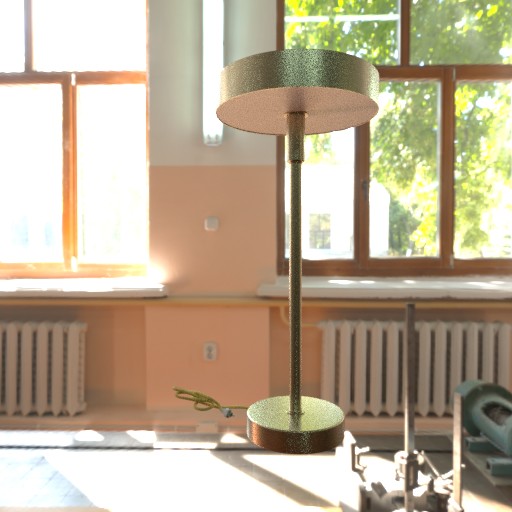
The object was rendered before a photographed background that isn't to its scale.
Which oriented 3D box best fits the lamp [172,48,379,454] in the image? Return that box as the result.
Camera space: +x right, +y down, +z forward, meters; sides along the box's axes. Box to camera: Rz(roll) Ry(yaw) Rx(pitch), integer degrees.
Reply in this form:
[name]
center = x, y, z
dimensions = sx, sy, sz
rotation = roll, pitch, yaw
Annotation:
[lamp]
center = 0.000, 0.000, 0.677
dimensions = 0.369, 0.508, 0.229
rotation = 1, 1, 36
